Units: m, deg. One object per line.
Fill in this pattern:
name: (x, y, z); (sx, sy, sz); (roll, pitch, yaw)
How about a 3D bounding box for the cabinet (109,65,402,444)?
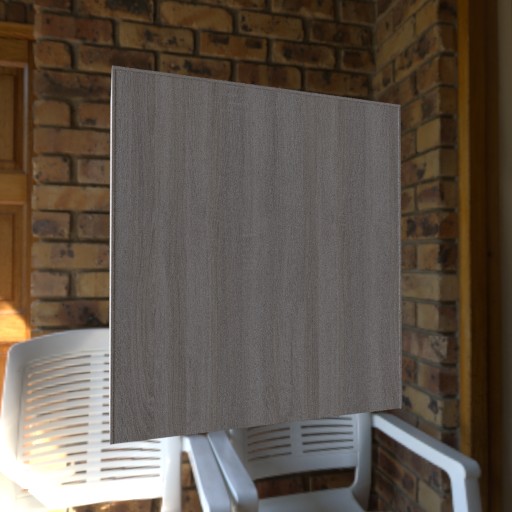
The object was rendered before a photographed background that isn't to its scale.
cabinet: (0.000, 0.000, 2.997); (1.870, 2.060, 0.620); (0, -1, -19)
